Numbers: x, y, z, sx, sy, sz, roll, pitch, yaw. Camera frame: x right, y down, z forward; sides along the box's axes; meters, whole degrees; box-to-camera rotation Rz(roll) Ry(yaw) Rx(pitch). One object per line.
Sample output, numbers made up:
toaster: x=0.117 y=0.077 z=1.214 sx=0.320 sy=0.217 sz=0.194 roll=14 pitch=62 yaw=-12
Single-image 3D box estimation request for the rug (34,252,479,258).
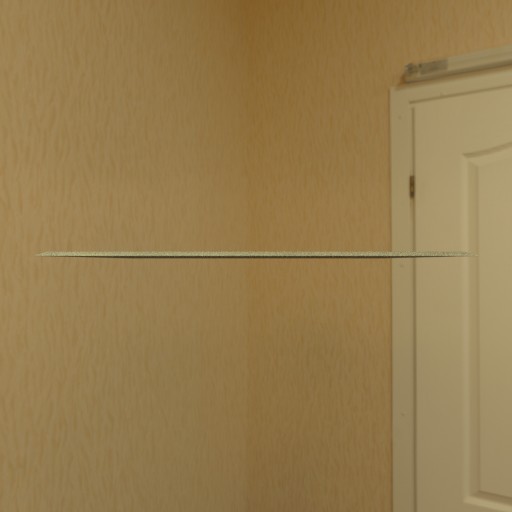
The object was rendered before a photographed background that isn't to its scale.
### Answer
rug: x=0.000 y=0.000 z=4.004 sx=2.933 sy=0.027 sz=2.332 roll=0 pitch=-1 yaw=0
